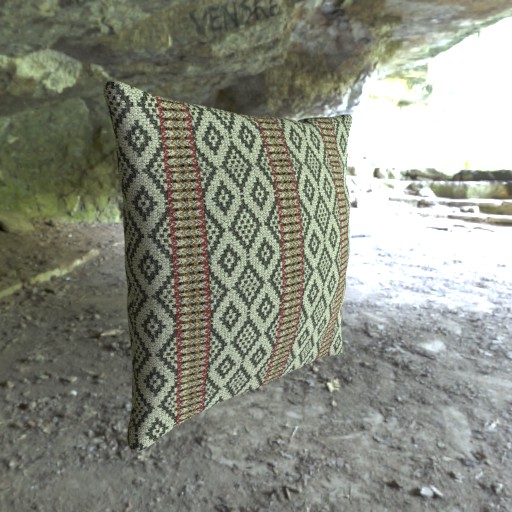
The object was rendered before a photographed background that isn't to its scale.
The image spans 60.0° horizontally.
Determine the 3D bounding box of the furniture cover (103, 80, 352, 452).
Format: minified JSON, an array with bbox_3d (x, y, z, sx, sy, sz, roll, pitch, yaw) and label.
[{"bbox_3d":[0.000,0.000,0.757,0.503,0.506,0.182,-11,16,-42],"label":"furniture cover"}]
